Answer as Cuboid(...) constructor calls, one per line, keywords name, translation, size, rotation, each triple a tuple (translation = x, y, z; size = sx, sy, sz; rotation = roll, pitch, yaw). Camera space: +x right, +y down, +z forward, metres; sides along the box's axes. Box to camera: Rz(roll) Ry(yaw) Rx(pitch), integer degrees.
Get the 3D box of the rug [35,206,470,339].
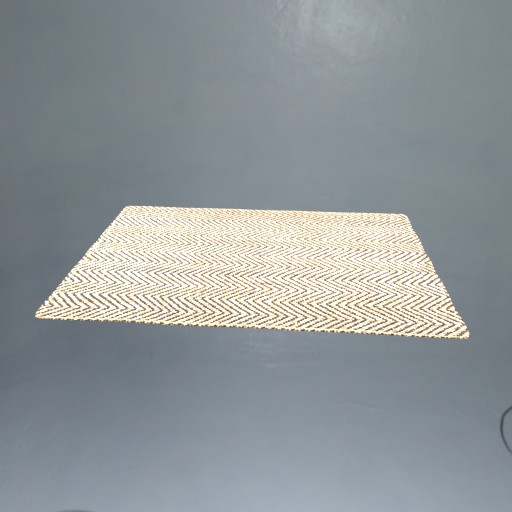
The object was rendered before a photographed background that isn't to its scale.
Cuboid(name="rug", translation=(0.000, 0.000, 2.361), size=(1.828, 0.008, 1.219), rotation=(2, 29, 4))
